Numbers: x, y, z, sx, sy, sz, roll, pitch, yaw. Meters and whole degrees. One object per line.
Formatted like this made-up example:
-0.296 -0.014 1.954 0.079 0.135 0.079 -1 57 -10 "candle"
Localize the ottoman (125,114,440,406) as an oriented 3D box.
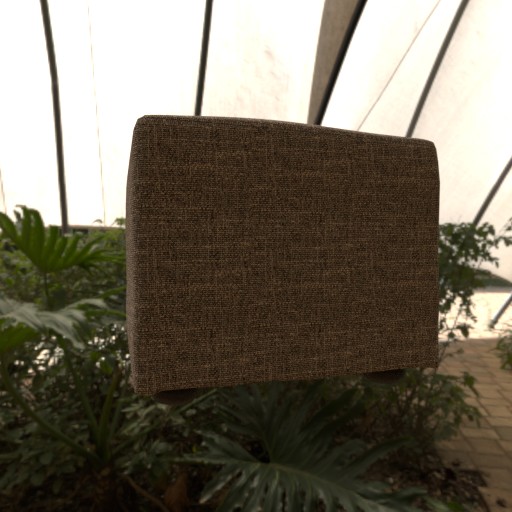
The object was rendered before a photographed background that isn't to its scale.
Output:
0.000 0.000 0.919 0.512 0.453 0.521 0 0 -17 "ottoman"
